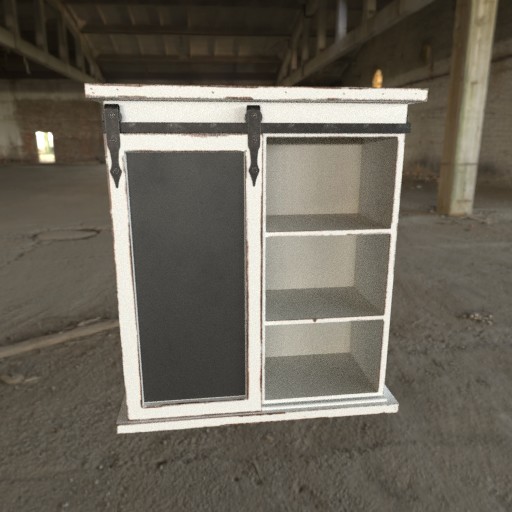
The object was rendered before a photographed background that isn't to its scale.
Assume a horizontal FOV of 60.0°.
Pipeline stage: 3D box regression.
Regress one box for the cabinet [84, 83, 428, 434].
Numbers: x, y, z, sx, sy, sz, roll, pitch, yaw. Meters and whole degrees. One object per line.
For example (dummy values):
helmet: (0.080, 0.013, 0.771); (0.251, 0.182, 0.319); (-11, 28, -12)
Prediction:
cabinet: (0.000, 0.000, 0.868); (0.541, 0.603, 0.210); (-2, 15, -7)
